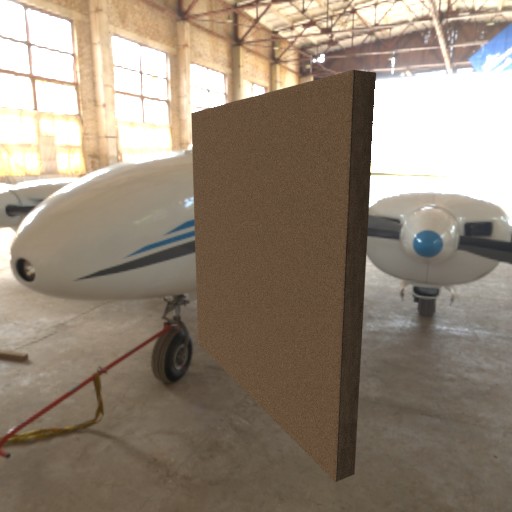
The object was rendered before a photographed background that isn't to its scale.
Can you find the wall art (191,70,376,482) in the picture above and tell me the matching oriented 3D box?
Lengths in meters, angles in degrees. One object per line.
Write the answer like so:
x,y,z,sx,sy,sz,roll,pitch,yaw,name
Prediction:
0.000,0.000,1.113,0.050,0.751,0.749,-6,14,-27,wall art
